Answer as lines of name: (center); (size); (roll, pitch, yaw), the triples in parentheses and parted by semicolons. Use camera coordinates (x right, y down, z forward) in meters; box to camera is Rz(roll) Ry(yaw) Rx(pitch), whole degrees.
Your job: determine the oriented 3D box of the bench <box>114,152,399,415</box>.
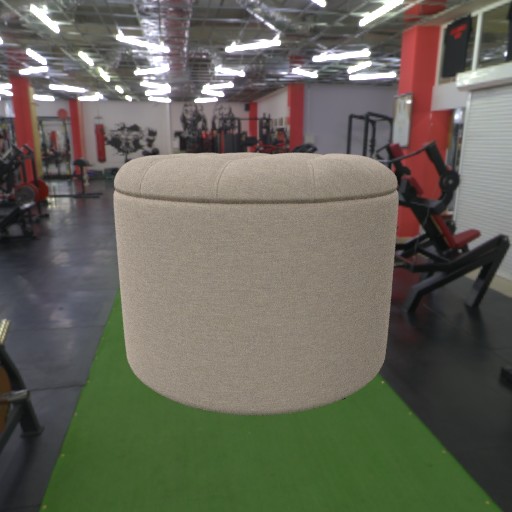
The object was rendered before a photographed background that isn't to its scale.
bench: (0.000, 0.000, 1.010); (0.600, 0.454, 0.600); (0, 14, 0)
